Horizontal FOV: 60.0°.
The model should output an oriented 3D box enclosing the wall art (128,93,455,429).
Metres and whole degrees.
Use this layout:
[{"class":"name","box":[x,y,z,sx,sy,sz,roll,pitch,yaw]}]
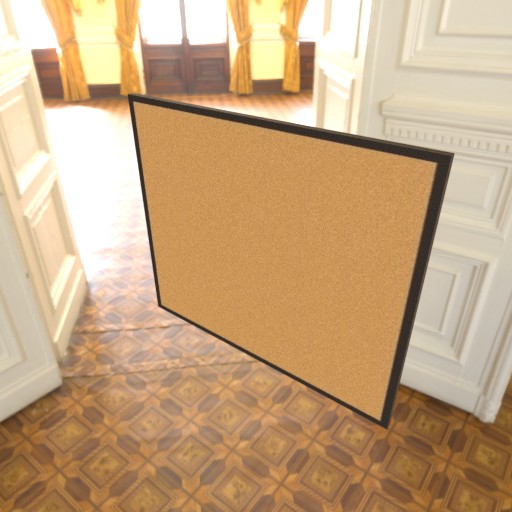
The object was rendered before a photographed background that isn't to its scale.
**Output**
[{"class":"wall art","box":[0.000,0.000,1.421,1.033,0.875,0.023,21,37,31]}]
